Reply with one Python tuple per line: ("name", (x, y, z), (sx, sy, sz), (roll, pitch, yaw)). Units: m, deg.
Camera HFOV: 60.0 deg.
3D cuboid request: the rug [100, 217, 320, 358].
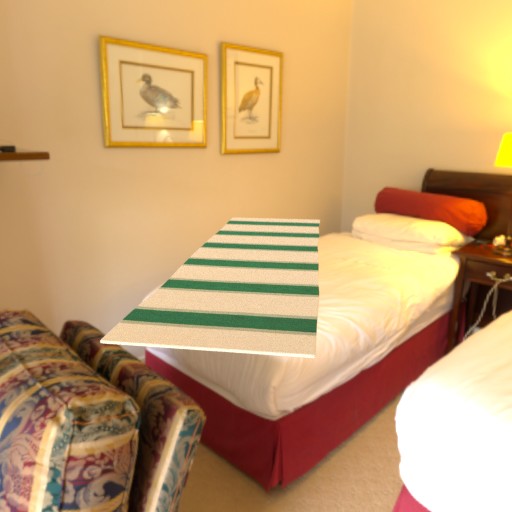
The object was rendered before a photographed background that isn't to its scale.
("rug", (0.000, 0.000, 2.684), (0.768, 0.012, 2.438), (2, 16, 8))
